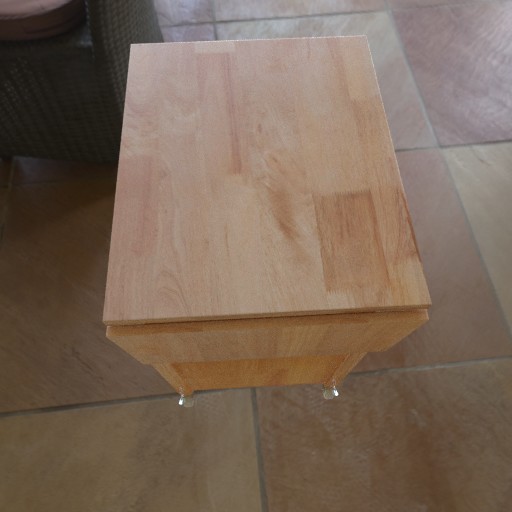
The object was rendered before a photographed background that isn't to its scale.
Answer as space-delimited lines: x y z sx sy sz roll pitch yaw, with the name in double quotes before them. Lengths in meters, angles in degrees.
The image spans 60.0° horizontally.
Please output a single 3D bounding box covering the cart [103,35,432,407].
"cart" 0.000 0.000 1.177 0.508 0.838 0.640 -3 64 -1
